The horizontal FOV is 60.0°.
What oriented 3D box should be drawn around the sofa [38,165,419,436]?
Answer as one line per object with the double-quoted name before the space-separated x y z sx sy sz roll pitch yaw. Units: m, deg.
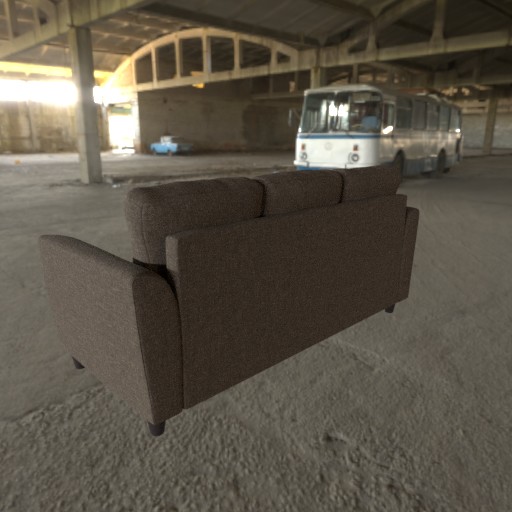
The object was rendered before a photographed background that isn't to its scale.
"sofa" 0.000 0.000 2.280 1.847 0.891 0.837 -14 21 -42
